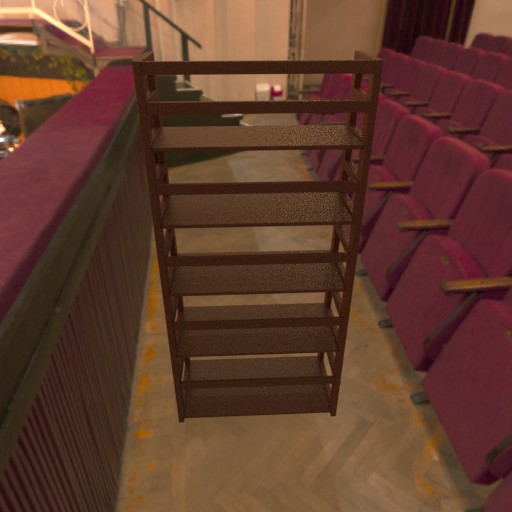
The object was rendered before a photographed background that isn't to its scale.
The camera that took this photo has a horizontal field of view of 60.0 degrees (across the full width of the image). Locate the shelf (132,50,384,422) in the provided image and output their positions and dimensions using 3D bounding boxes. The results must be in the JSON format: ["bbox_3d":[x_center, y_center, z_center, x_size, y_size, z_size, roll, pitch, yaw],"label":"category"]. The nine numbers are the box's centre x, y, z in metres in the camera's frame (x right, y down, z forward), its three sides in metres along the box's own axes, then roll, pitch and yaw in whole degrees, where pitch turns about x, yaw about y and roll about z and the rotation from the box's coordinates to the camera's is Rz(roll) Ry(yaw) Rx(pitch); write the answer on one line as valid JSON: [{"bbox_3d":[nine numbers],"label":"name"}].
[{"bbox_3d":[0.000,0.000,1.913,0.763,1.600,0.403,-1,30,-2],"label":"shelf"}]
